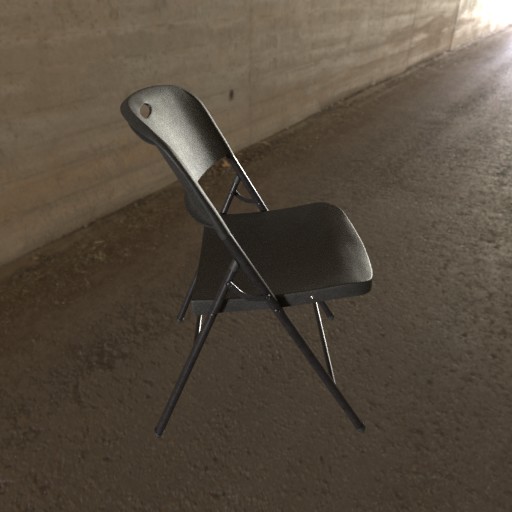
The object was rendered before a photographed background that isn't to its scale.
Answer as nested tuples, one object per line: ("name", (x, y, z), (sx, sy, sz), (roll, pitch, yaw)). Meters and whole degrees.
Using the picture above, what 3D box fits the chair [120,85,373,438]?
("chair", (0.000, 0.000, 1.162), (0.566, 0.810, 0.494), (-1, 32, -1))
